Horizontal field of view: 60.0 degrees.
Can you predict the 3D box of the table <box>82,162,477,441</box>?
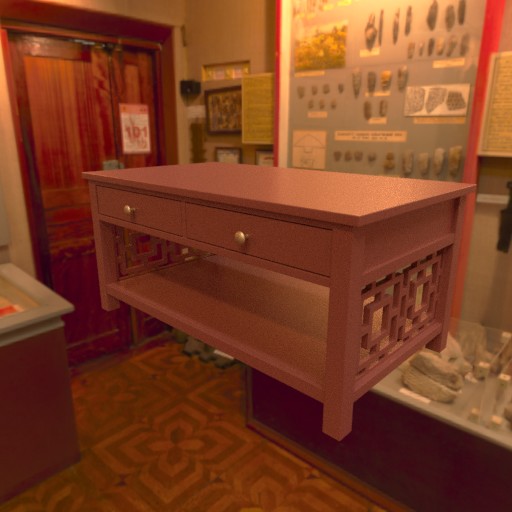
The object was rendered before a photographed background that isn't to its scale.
[{"bbox_3d":[0.000,0.000,1.412,1.068,0.493,0.612,15,22,42],"label":"table"}]
